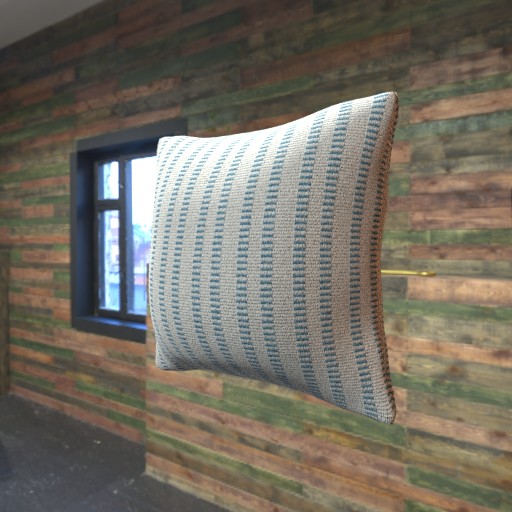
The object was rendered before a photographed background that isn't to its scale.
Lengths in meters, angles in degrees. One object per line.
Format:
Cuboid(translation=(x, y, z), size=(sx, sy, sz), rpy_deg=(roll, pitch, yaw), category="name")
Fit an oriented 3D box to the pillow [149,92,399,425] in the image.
Cuboid(translation=(0.000, 0.000, 0.680), size=(0.438, 0.419, 0.247), rpy_deg=(1, 2, 36), category="pillow")
